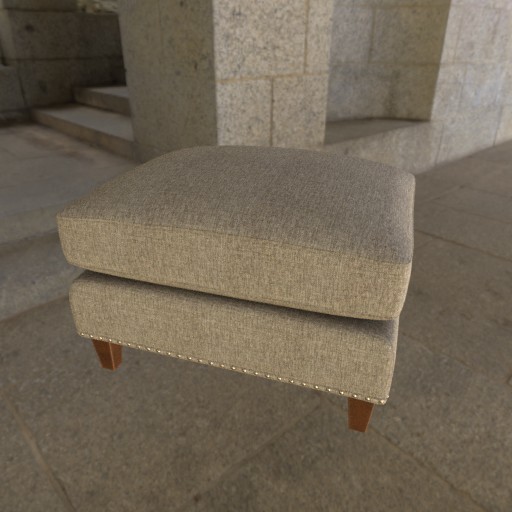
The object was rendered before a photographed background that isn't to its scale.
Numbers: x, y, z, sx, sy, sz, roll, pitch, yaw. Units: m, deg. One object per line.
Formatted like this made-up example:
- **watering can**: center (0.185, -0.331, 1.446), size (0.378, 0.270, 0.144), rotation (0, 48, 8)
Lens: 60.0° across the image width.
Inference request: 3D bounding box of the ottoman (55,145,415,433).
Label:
- **ottoman**: center (0.000, 0.000, 1.160), size (0.741, 0.513, 0.584), rotation (8, 28, 16)
